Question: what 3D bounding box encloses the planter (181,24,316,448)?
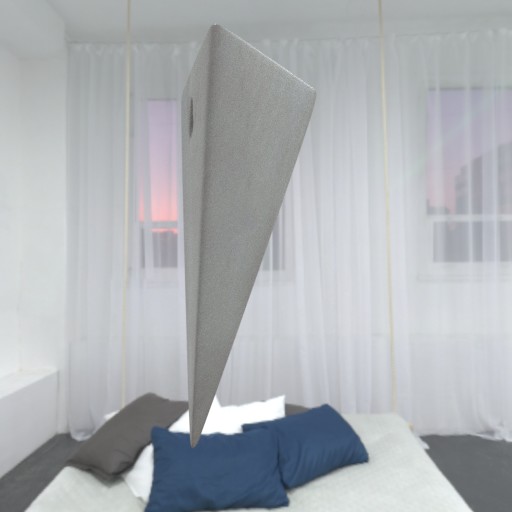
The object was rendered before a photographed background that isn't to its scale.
[{"bbox_3d":[0.000,0.000,0.157,0.047,0.130,0.058,0,0,-18],"label":"planter"}]
